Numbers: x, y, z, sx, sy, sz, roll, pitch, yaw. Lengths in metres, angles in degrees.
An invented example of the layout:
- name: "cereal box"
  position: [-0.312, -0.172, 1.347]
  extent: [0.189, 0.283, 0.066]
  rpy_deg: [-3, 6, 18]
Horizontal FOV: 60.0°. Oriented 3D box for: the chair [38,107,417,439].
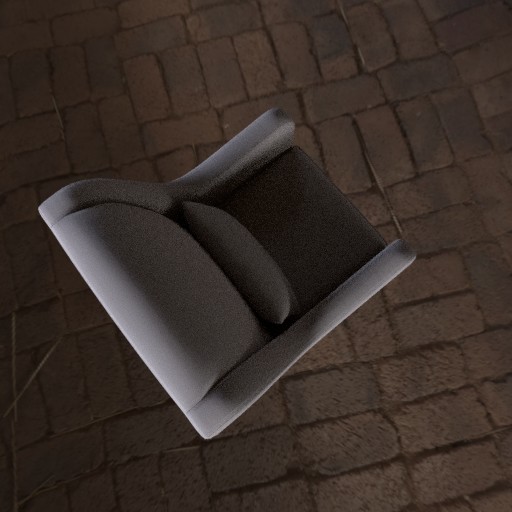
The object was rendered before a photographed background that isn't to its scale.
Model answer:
- name: "chair"
  position: [0.000, 0.000, 1.561]
  extent: [0.863, 1.010, 0.715]
  rpy_deg: [-38, 79, -9]
